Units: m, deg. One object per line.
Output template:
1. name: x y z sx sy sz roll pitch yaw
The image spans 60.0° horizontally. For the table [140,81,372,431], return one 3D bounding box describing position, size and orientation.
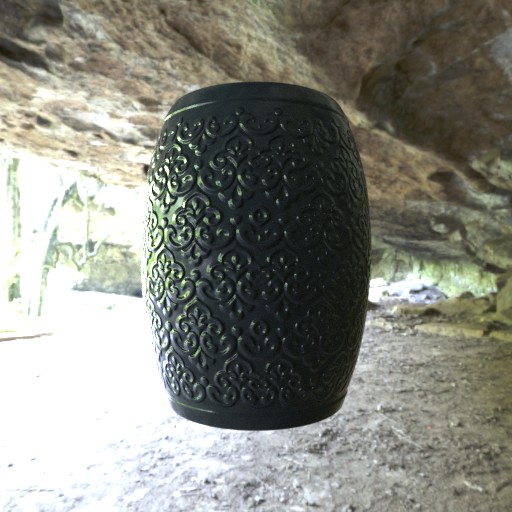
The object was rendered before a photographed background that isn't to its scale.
1. table: 0.000 0.000 0.612 0.309 0.397 0.309 0 0 0
